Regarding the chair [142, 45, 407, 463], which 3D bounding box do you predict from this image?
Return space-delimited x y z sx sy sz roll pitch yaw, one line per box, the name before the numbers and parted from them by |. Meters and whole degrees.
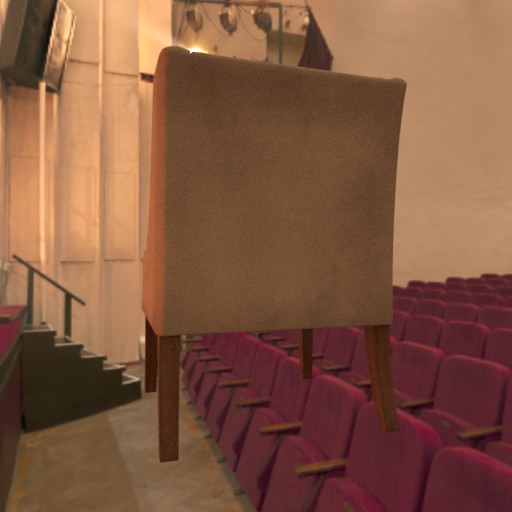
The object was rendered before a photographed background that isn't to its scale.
chair | 0.000 0.000 1.307 0.629 0.895 0.629 0 -1 -17
